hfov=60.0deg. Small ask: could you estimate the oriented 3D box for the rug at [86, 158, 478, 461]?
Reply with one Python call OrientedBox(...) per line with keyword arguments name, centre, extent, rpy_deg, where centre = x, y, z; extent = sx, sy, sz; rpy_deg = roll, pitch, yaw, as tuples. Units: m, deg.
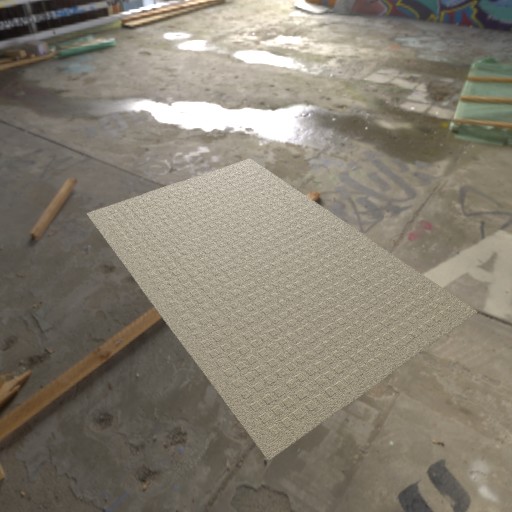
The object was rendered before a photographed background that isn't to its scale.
OrientedBox(name="rug", centre=(0.000, 0.000, 2.234), extent=(1.143, 0.006, 1.747), rpy_deg=(-24, 46, -26))
